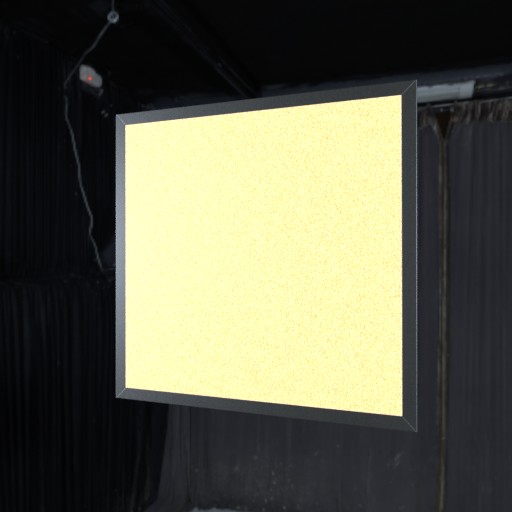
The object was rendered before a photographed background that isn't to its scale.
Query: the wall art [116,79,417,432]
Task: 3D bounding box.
[{"bbox_3d":[0.000,0.000,0.446,0.304,0.304,0.038,0,0,18],"label":"wall art"}]
